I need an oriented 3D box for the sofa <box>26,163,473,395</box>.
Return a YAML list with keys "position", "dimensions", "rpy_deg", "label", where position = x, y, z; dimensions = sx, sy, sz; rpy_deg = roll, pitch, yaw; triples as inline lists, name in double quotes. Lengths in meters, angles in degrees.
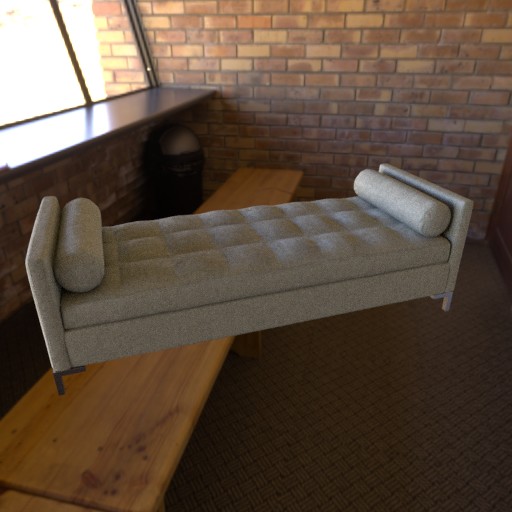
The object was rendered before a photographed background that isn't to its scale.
- position: [0.000, 0.000, 2.409]
  dimensions: [2.102, 0.657, 0.797]
  rpy_deg: [-9, 28, -17]
  label: "sofa"
